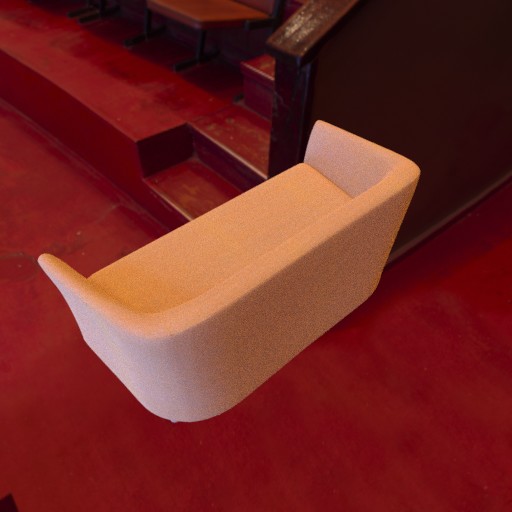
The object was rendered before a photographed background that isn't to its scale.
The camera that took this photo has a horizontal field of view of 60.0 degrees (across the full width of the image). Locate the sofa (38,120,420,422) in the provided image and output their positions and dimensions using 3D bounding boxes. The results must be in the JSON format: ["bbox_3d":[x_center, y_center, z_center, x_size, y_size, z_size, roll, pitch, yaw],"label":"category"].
[{"bbox_3d":[0.000,0.000,1.862,1.452,0.721,0.705,-32,54,-27],"label":"sofa"}]
